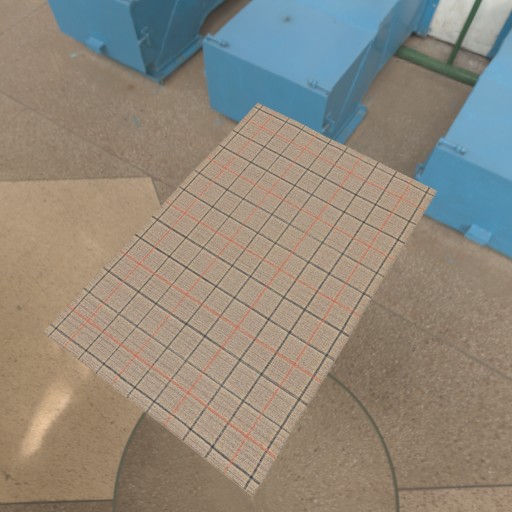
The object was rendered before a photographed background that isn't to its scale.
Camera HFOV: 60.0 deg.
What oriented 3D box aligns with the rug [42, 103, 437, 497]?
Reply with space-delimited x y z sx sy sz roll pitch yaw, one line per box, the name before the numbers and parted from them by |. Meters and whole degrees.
rug | 0.000 0.000 2.300 1.220 0.013 1.829 31 66 15
